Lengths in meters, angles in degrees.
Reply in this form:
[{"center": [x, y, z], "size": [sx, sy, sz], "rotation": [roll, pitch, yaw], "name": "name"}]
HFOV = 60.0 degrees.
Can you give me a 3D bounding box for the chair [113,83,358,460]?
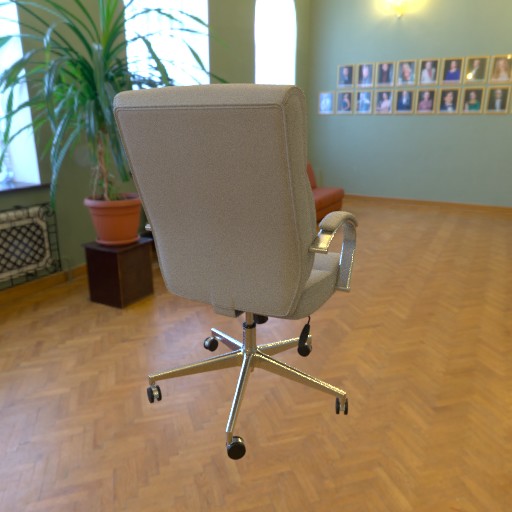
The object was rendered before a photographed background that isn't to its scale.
[{"center": [0.000, 0.000, 1.569], "size": [0.727, 1.099, 0.745], "rotation": [8, 19, 26], "name": "chair"}]
